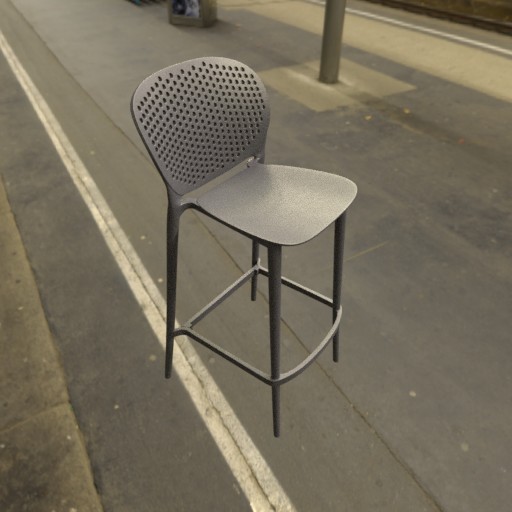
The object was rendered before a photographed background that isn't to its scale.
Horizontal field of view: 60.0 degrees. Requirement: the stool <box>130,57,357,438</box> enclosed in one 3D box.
[{"bbox_3d":[0.000,0.000,1.373,0.535,1.045,0.536,26,46,29],"label":"stool"}]
